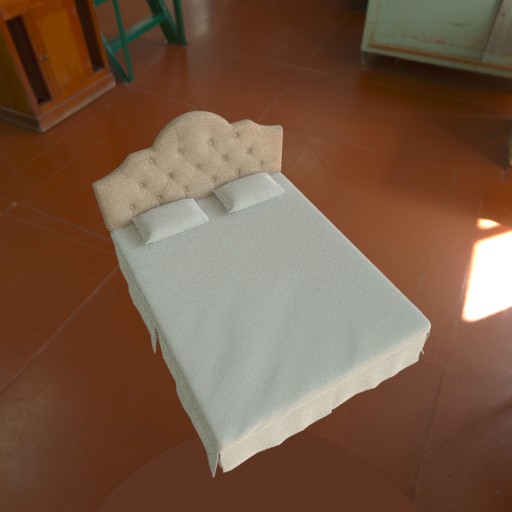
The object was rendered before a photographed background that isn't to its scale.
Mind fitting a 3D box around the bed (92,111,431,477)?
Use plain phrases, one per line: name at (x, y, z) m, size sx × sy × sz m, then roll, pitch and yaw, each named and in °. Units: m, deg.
bed at (0.000, 0.000, 3.023) m, size 1.667 × 1.194 × 1.970 m, roll -23°, pitch 51°, yaw -20°
